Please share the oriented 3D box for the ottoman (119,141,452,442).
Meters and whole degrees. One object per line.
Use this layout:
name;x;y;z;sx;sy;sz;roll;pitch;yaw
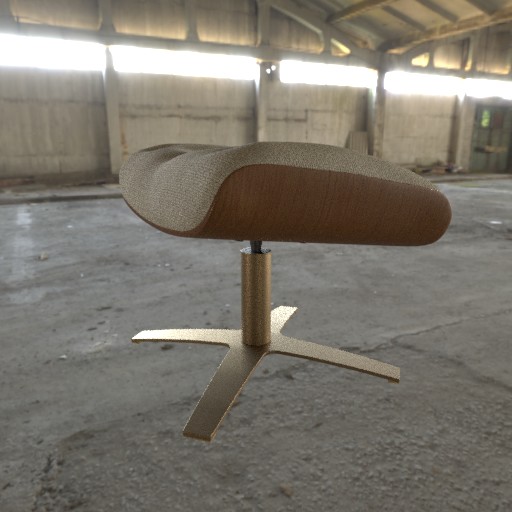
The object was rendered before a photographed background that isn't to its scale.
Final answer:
ottoman;0.000;0.000;0.790;0.394;0.391;0.520;-7;15;-26
